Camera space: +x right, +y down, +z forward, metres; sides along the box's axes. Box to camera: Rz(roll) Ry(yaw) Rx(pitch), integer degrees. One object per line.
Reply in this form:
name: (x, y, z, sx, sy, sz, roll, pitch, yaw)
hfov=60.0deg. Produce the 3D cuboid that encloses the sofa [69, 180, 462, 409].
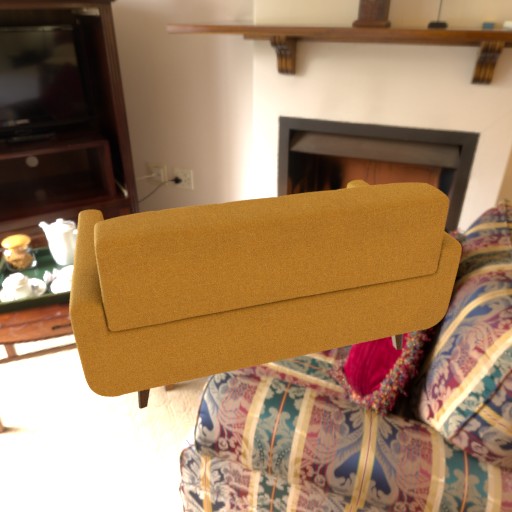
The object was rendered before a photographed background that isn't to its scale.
sofa: (0.000, 0.000, 2.171, 1.631, 0.841, 0.909, -9, 30, -15)
